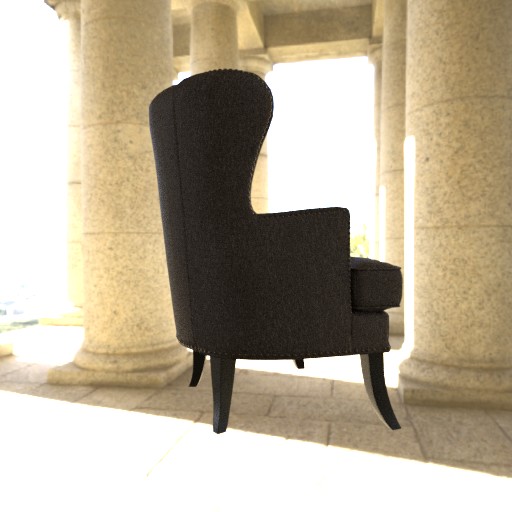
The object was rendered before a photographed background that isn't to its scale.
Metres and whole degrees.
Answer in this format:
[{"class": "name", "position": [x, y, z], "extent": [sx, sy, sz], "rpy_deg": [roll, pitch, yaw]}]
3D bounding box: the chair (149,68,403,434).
[{"class": "chair", "position": [0.000, 0.000, 1.615], "extent": [0.758, 1.060, 0.759], "rpy_deg": [0, 1, -18]}]
